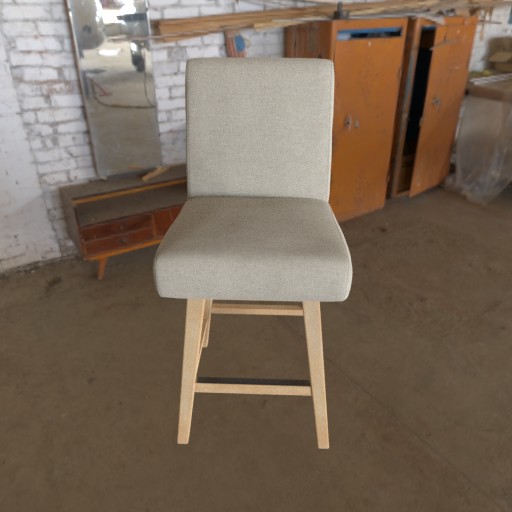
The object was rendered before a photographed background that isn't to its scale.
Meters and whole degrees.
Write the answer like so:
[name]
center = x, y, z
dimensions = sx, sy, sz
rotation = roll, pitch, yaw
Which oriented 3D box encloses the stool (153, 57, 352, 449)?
[stool]
center = 0.000, 0.000, 1.387
dimensions = 0.507, 1.085, 0.606
rotation = 1, 30, 2
